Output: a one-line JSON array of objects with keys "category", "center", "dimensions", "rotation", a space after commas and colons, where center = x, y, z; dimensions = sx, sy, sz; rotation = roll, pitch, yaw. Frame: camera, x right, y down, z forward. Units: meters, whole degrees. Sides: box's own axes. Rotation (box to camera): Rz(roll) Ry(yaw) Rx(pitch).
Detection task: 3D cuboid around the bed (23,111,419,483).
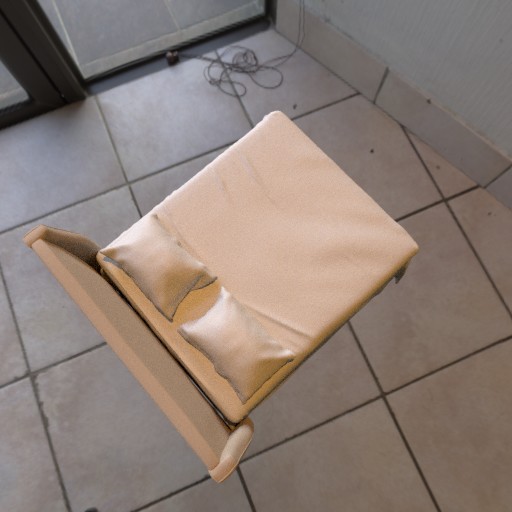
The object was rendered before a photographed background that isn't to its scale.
[{"category": "bed", "center": [0.000, 0.000, 3.408], "dimensions": [2.276, 1.332, 1.925], "rotation": [-41, 79, -9]}]
